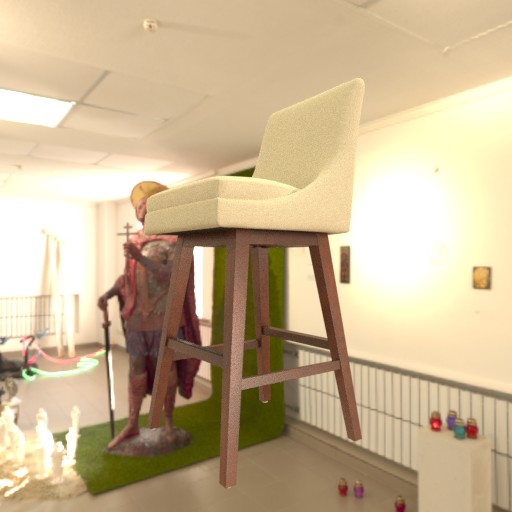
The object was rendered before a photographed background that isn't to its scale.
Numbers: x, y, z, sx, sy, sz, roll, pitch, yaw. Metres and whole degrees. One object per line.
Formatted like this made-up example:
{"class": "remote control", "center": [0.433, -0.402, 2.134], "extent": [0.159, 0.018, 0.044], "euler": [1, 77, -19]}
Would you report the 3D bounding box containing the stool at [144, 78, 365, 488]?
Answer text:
{"class": "stool", "center": [0.000, 0.000, 1.377], "extent": [0.559, 1.097, 0.470], "euler": [0, 0, -36]}
